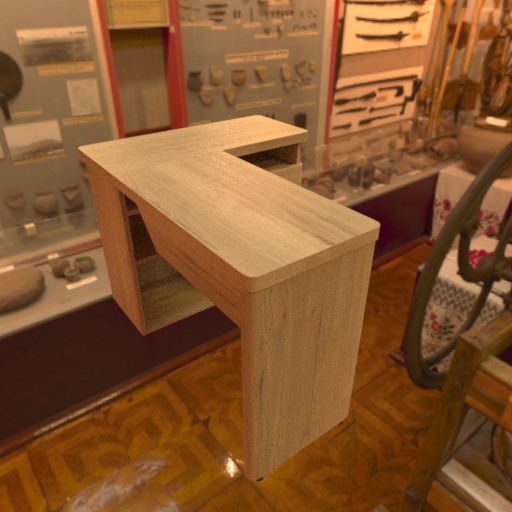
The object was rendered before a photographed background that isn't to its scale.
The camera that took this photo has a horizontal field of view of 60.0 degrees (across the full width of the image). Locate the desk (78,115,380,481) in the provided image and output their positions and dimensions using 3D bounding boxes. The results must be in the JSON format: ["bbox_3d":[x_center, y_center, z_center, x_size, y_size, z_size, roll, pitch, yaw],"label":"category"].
[{"bbox_3d":[0.000,0.000,1.769,0.900,0.760,1.169,-21,37,-31],"label":"desk"}]
